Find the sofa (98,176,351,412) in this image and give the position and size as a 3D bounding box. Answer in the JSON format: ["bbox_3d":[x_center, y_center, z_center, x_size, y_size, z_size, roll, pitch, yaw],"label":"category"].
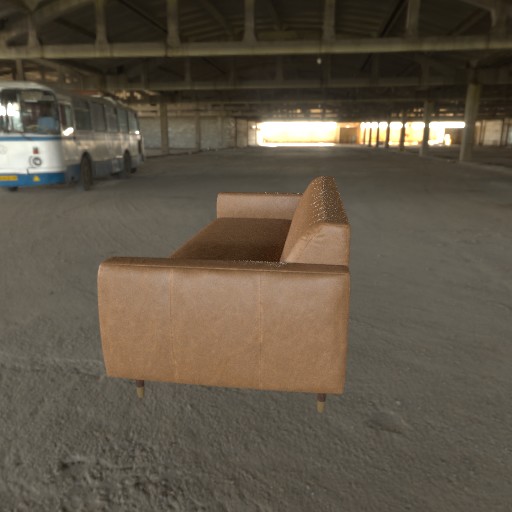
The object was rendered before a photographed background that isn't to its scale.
[{"bbox_3d":[0.000,0.000,2.747,0.990,0.821,2.291,2,15,8],"label":"sofa"}]
